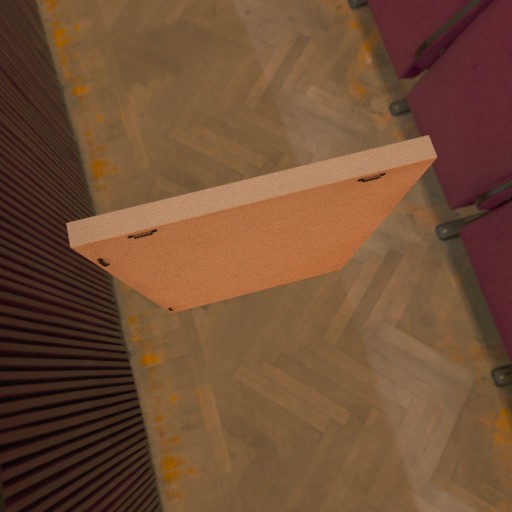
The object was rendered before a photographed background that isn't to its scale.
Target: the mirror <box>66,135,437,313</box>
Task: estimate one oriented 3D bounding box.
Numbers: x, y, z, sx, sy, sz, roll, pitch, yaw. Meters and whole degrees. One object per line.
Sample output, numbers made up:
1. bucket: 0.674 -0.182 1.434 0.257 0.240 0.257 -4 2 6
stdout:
1. mirror: 0.000 0.000 0.939 0.507 0.710 0.040 -14 76 -4
